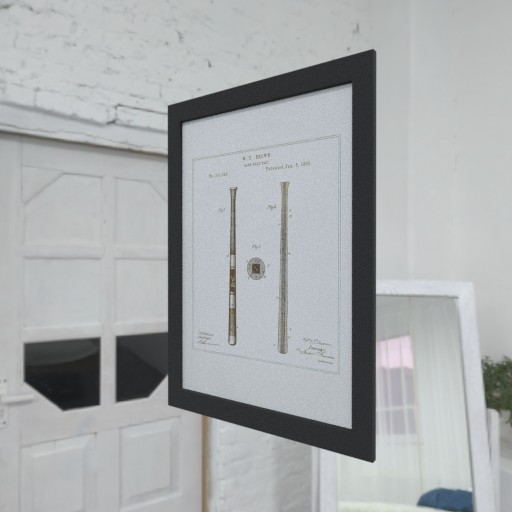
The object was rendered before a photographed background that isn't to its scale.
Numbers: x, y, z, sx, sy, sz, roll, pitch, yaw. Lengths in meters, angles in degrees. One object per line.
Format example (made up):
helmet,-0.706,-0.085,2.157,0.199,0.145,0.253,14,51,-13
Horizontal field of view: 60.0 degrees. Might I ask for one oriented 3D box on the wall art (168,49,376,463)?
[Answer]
wall art,0.000,0.000,0.677,0.374,0.529,0.012,0,0,35
